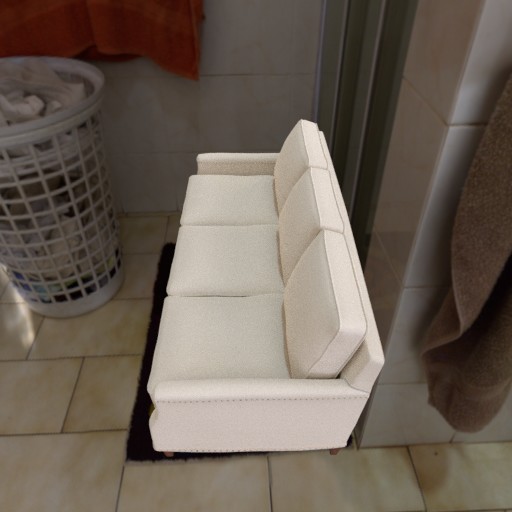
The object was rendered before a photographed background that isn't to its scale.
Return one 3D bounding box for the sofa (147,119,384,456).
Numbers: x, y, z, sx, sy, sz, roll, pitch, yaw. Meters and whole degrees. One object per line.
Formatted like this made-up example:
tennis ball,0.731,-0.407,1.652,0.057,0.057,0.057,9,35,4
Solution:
sofa,0.000,0.000,2.882,1.084,1.003,2.246,0,41,0
